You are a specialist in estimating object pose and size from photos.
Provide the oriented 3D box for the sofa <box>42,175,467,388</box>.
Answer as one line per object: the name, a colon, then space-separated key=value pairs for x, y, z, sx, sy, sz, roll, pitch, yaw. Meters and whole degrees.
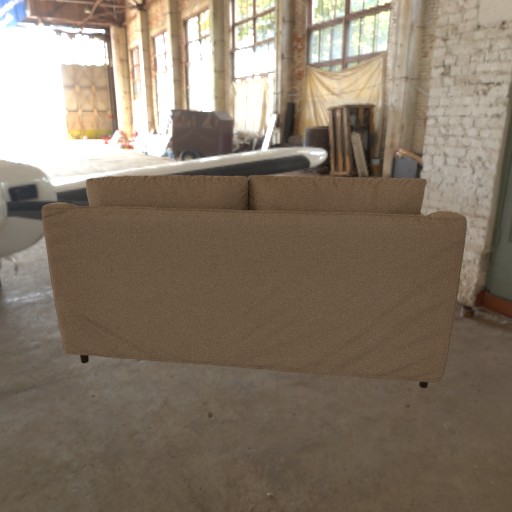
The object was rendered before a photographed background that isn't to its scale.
sofa: x=0.000 y=0.000 z=2.626 sx=2.010 sy=1.018 sz=1.072 roll=2 pitch=17 yaw=7
